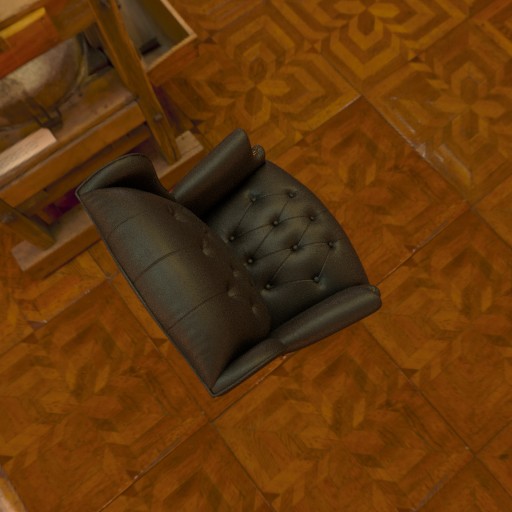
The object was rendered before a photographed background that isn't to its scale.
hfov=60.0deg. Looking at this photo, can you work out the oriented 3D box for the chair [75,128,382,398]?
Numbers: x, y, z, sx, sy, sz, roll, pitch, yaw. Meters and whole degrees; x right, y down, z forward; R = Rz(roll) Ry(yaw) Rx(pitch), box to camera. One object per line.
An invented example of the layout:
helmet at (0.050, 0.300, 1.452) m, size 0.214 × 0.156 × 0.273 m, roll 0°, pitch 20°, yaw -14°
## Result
chair at (0.000, 0.000, 1.655) m, size 0.762 × 1.111 × 0.838 m, roll -35°, pitch 78°, yaw -9°
